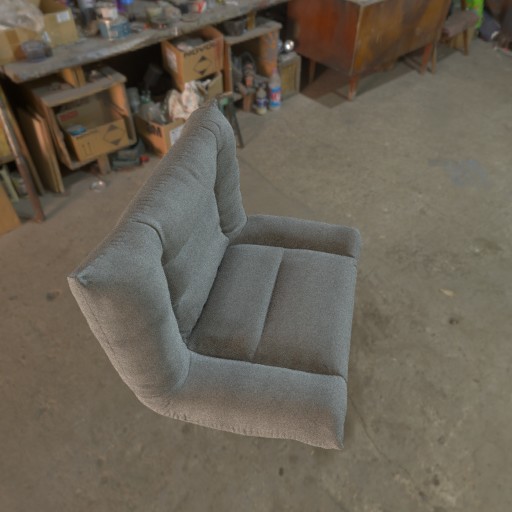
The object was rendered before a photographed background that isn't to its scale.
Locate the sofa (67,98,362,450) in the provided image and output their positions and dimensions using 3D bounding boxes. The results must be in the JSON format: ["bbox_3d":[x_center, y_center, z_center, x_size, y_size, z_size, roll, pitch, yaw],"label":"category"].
[{"bbox_3d":[0.000,0.000,1.710,0.847,0.795,1.144,9,45,9],"label":"sofa"}]
